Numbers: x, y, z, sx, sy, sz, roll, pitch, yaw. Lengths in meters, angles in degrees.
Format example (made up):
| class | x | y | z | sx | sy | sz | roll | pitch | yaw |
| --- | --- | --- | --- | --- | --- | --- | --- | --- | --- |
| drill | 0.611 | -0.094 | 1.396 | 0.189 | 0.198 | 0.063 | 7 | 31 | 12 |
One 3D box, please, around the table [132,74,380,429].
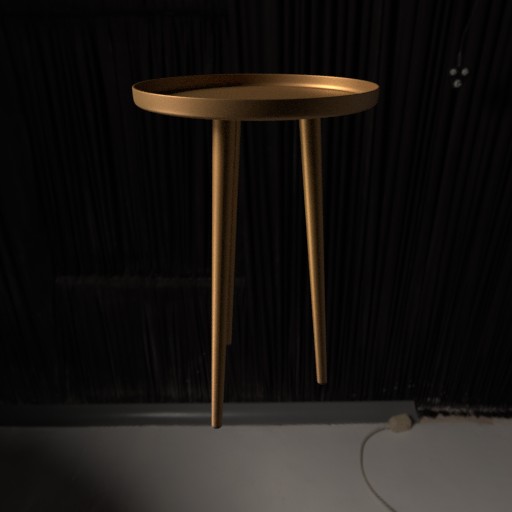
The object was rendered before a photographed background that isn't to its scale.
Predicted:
| class | x | y | z | sx | sy | sz | roll | pitch | yaw |
| --- | --- | --- | --- | --- | --- | --- | --- | --- | --- |
| table | 0.000 | 0.000 | 0.659 | 0.299 | 0.480 | 0.299 | -1 | 27 | -1 |
